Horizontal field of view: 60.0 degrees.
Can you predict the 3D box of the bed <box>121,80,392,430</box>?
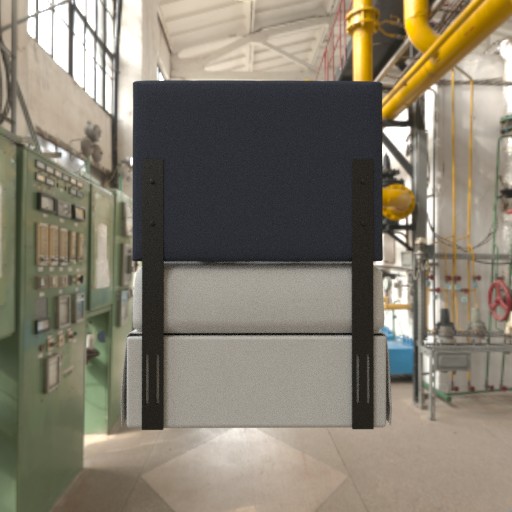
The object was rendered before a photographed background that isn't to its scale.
[{"bbox_3d":[0.000,0.000,2.967,1.261,1.571,1.997,0,0,-1],"label":"bed"}]
